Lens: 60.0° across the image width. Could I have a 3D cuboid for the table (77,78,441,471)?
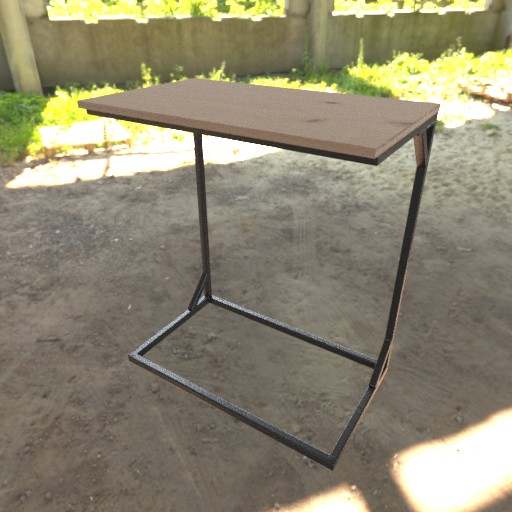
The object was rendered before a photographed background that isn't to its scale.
[{"bbox_3d":[0.000,0.000,1.008,0.597,0.673,0.351,18,34,28],"label":"table"}]
